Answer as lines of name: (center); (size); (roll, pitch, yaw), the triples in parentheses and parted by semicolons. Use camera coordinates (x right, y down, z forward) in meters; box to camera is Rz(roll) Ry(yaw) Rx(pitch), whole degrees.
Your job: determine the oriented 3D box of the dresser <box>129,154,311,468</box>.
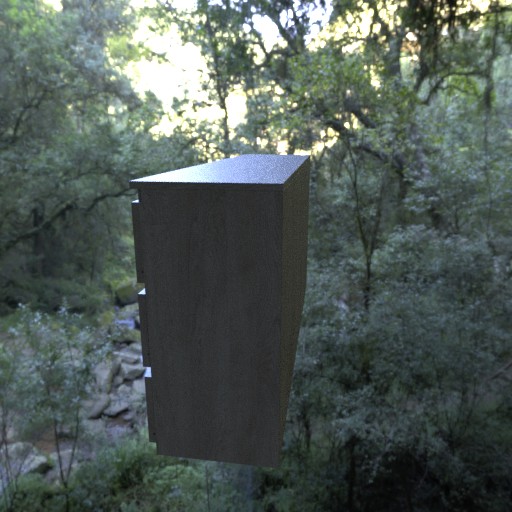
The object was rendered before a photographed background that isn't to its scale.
dresser: (0.000, 0.000, 1.926); (0.390, 0.795, 1.590); (2, 15, 8)
